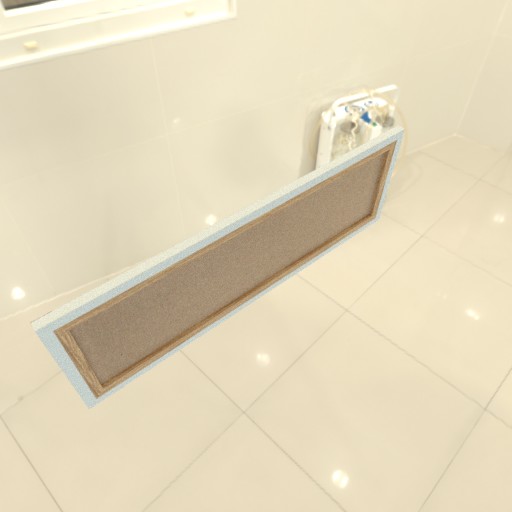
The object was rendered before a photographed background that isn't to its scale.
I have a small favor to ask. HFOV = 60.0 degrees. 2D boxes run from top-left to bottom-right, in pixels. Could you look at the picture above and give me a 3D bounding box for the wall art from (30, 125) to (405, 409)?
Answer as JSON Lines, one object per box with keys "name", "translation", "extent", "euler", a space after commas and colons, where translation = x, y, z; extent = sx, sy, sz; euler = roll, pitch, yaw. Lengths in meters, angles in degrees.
{"name": "wall art", "translation": [0.000, 0.000, 1.680], "extent": [1.520, 0.507, 0.039], "euler": [-31, 55, -25]}
